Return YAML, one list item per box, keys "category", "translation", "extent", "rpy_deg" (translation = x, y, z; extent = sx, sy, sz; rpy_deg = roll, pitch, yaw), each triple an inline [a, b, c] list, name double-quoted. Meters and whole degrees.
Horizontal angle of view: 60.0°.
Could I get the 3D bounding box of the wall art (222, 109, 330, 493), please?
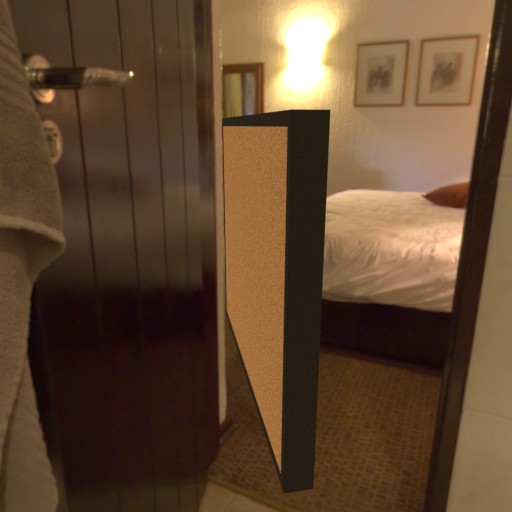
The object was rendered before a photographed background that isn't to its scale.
- category: "wall art"
  translation: [0.000, 0.000, 0.538]
  extent: [0.028, 0.325, 0.397]
  rpy_deg: [-3, 17, -11]
